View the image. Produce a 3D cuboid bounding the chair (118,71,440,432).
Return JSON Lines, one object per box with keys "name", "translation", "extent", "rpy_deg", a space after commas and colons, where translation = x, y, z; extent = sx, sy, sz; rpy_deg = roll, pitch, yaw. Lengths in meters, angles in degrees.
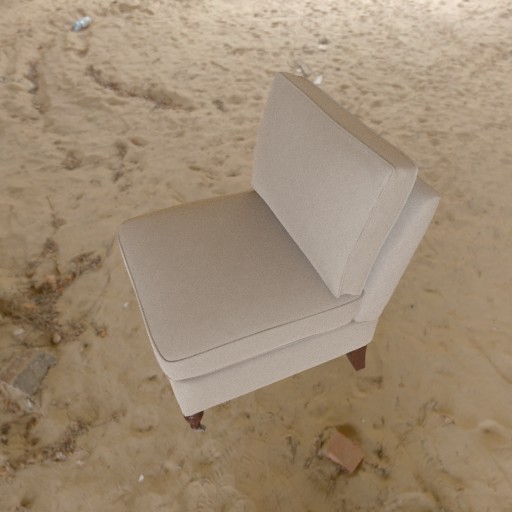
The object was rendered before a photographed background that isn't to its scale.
{"name": "chair", "translation": [0.000, 0.000, 1.655], "extent": [0.912, 1.052, 0.724], "rpy_deg": [-17, 47, -17]}
